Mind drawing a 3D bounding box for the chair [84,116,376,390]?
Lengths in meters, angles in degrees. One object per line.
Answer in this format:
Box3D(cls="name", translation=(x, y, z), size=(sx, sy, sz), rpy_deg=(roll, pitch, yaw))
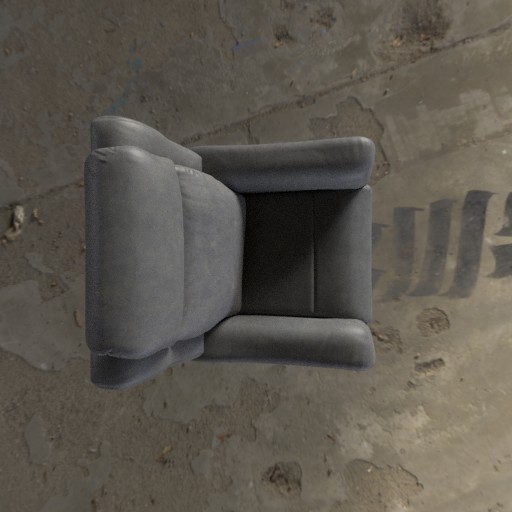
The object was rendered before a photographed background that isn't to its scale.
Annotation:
Box3D(cls="chair", translation=(0.000, 0.000, 1.840), size=(1.068, 1.116, 0.967), rpy_deg=(0, 90, 0))
